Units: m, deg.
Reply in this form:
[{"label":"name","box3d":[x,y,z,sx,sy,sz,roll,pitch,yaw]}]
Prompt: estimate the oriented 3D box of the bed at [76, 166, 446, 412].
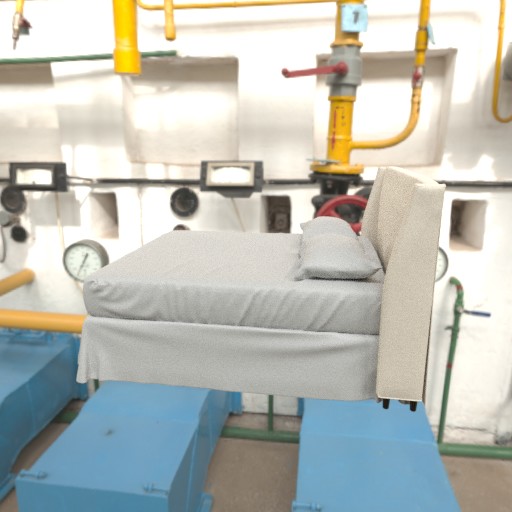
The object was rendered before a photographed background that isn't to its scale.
[{"label":"bed","box3d":[0.000,0.000,3.463,2.276,1.332,1.925,2,14,9]}]
